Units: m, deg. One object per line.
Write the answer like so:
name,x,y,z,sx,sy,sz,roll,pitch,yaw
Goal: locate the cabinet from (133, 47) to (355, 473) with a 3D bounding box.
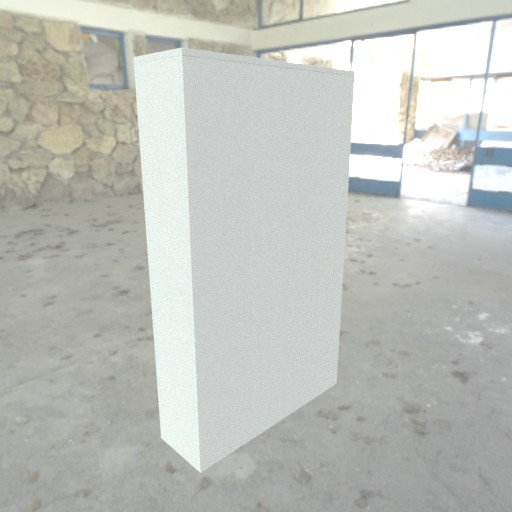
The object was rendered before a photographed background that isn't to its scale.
cabinet,0.000,0.000,1.608,0.750,1.280,0.250,-16,23,-42
